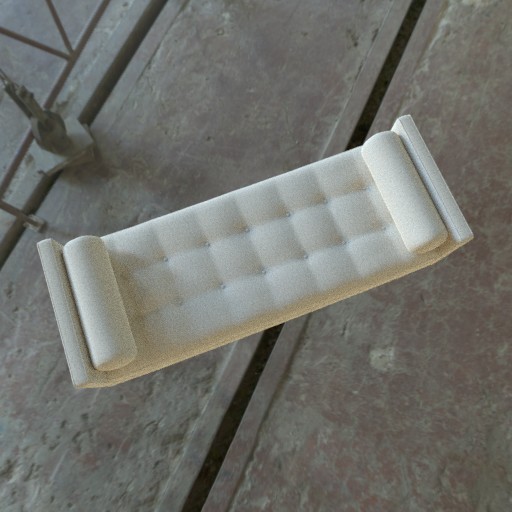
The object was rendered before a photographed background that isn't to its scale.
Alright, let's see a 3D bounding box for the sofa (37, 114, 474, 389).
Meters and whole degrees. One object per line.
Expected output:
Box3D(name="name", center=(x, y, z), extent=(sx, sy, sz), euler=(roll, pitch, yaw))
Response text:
Box3D(name="sofa", center=(0.000, 0.000, 2.403), extent=(1.985, 0.641, 0.746), euler=(-20, 76, -5))
